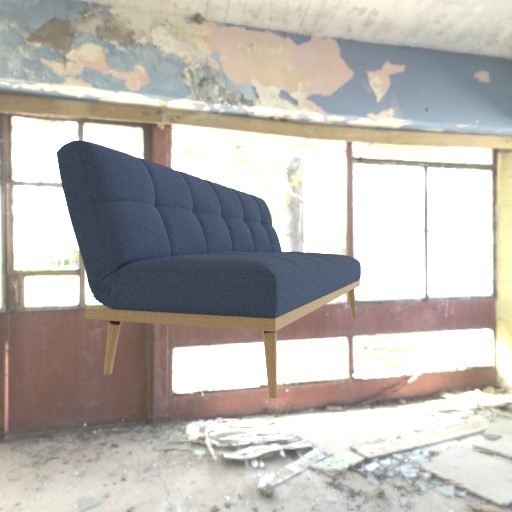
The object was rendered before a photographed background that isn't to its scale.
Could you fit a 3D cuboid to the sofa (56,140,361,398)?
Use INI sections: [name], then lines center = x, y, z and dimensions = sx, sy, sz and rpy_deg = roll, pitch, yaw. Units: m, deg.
[sofa]
center = 0.000, 0.000, 2.179
dimensions = 0.796, 0.800, 1.800
rpy_deg = 0, 1, 21
